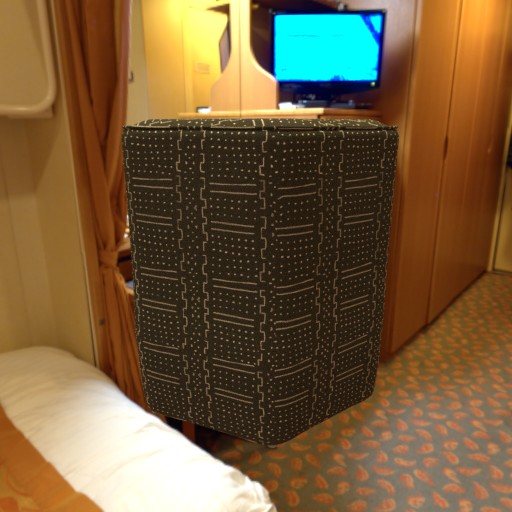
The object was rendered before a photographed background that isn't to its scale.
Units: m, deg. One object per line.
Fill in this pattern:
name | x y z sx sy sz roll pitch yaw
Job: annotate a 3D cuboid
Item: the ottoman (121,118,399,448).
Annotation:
ottoman | 0.000 0.000 0.856 0.443 0.502 0.494 -2 16 -6
